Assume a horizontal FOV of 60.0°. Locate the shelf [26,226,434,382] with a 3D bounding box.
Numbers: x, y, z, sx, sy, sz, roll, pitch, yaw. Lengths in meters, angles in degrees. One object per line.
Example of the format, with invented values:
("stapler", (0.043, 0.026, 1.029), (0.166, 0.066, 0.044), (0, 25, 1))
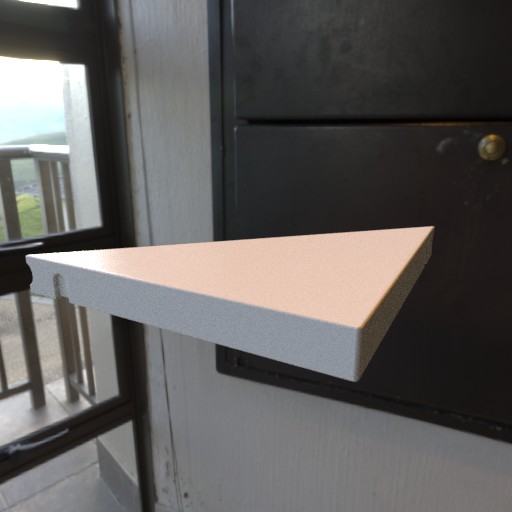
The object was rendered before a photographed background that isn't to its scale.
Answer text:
("shelf", (0.000, 0.000, 0.443), (0.296, 0.035, 0.296), (9, 19, 28))
